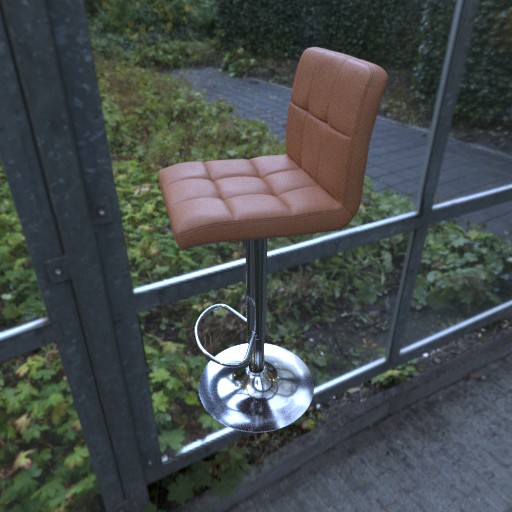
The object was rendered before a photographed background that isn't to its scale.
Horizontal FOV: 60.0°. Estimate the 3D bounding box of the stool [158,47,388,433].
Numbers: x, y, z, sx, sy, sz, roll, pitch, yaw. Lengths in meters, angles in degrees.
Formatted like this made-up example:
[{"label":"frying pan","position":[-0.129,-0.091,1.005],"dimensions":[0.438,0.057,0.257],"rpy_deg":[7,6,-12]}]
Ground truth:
[{"label":"stool","position":[0.000,0.000,1.351],"dimensions":[0.505,1.115,0.430],"rpy_deg":[-9,33,-14]}]
